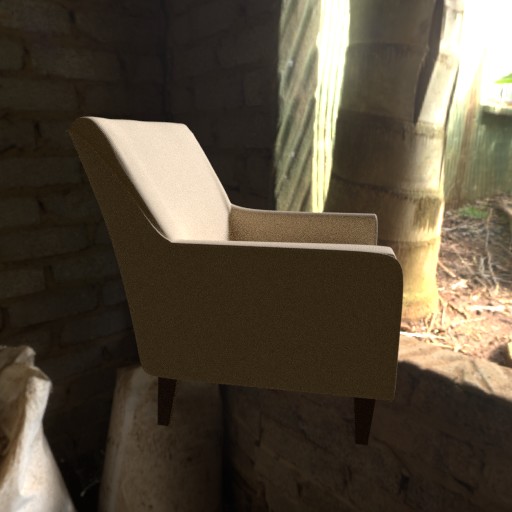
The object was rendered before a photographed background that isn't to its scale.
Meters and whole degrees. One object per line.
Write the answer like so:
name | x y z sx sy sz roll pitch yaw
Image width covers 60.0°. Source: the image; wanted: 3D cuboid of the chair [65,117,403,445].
chair | 0.000 0.000 1.565 0.899 0.919 0.780 3 15 10
